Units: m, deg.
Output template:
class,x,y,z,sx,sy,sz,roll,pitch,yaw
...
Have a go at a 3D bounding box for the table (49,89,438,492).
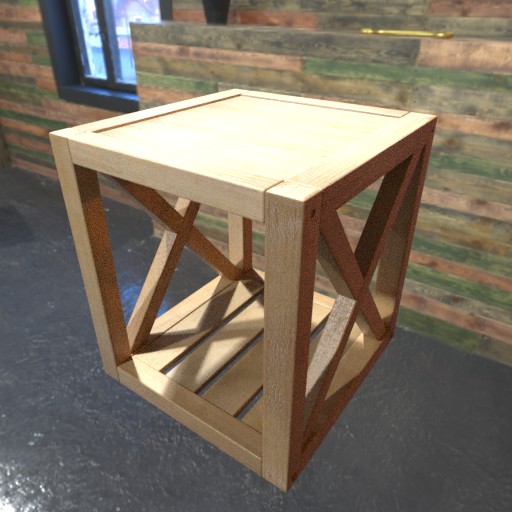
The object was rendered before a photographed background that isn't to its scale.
class,x,y,z,sx,sy,sz,roll,pitch,yaw
table,0.000,0.000,1.031,0.558,0.610,0.559,20,36,30
